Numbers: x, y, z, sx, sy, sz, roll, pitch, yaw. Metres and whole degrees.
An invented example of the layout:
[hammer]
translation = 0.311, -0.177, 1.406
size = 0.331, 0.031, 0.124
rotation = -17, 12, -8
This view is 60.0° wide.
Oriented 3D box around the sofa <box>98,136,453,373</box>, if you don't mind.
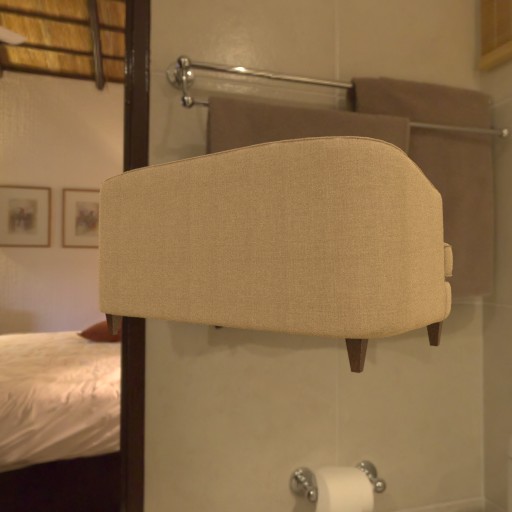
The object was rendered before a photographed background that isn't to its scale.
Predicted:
[sofa]
translation = 0.000, 0.000, 2.292
size = 1.733, 0.855, 0.941
rotation = -1, -2, 36
